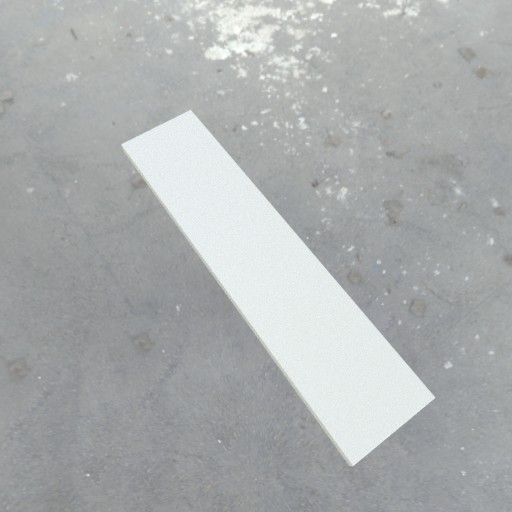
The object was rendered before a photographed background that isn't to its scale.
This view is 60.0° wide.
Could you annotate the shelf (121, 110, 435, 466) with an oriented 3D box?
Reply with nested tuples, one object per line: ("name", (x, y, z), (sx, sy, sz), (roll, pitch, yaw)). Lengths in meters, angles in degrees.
("shelf", (0.000, 0.000, 0.676), (0.140, 0.020, 0.610), (-32, 68, -15))
